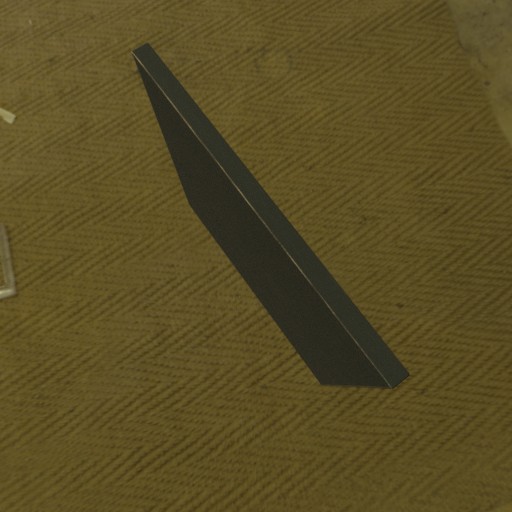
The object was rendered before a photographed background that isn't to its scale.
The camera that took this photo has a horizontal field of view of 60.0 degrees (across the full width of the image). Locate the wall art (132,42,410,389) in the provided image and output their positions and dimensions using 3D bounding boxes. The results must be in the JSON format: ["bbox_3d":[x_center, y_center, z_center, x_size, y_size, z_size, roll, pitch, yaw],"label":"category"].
[{"bbox_3d":[0.000,0.000,0.451,0.015,0.303,0.304,-35,77,-9],"label":"wall art"}]
